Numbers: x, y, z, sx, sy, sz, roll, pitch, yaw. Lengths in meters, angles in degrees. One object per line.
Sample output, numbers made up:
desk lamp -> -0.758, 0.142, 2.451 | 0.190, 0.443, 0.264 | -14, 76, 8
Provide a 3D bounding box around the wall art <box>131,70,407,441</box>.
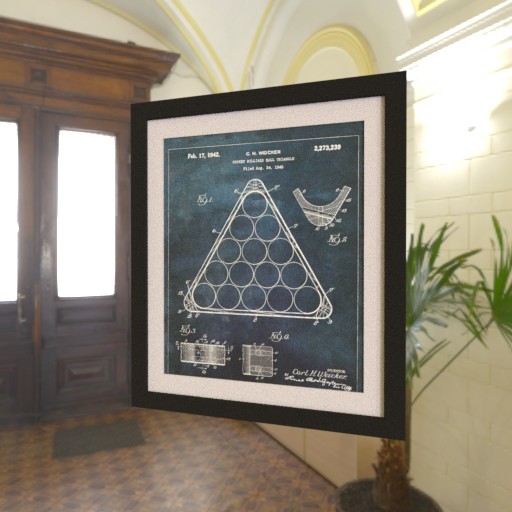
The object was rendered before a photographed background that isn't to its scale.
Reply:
wall art -> 0.000, 0.000, 0.485 | 0.311, 0.361, 0.010 | 0, 1, 18
